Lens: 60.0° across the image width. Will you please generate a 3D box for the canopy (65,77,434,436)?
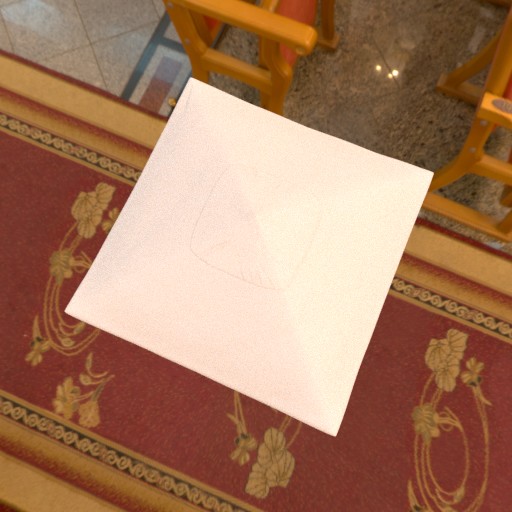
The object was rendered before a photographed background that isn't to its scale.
[{"bbox_3d":[0.000,0.000,5.414,2.996,2.997,2.998,23,78,5],"label":"canopy"}]
